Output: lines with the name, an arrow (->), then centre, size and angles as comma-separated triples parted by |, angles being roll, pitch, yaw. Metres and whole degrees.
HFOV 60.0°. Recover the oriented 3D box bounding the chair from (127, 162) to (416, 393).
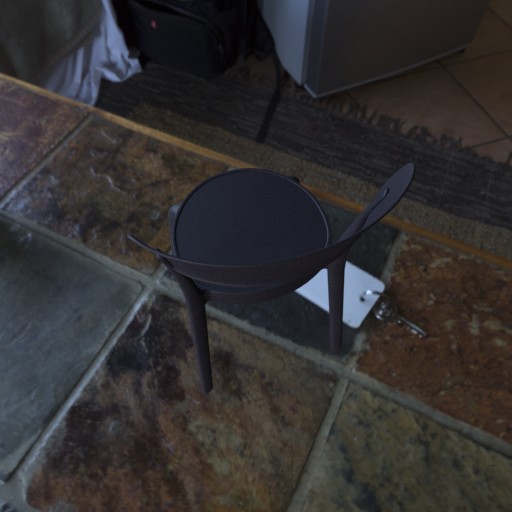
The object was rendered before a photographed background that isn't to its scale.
chair -> 0.000, 0.000, 1.127 | 0.506, 0.790, 0.491 | -15, 60, -9
